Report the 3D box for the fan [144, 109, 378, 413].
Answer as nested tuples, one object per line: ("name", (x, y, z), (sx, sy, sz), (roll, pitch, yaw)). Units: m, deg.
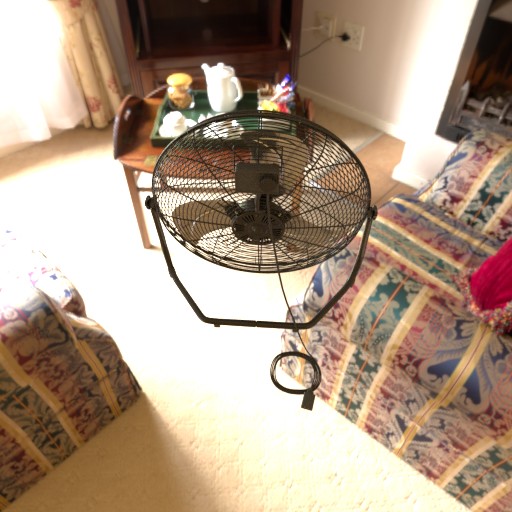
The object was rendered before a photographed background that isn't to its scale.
("fan", (0.000, 0.000, 0.931), (0.555, 0.546, 0.424), (3, 46, 3))
